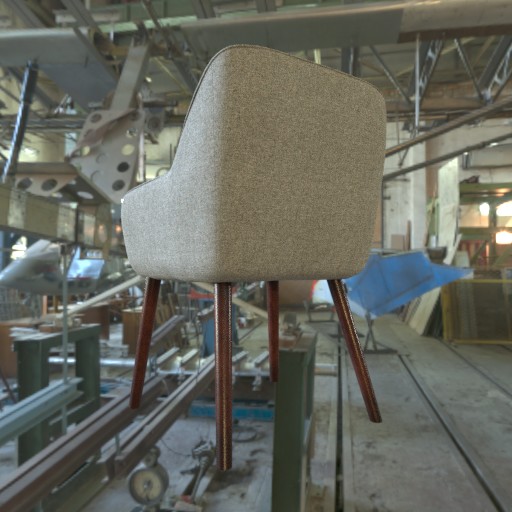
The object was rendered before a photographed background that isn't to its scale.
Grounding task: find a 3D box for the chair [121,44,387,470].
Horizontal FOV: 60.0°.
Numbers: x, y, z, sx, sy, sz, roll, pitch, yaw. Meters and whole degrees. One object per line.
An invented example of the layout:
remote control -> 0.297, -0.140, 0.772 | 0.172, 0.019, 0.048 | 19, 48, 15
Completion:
chair -> 0.000, 0.000, 1.130 | 0.543, 0.803, 0.519 | 1, -1, -35
